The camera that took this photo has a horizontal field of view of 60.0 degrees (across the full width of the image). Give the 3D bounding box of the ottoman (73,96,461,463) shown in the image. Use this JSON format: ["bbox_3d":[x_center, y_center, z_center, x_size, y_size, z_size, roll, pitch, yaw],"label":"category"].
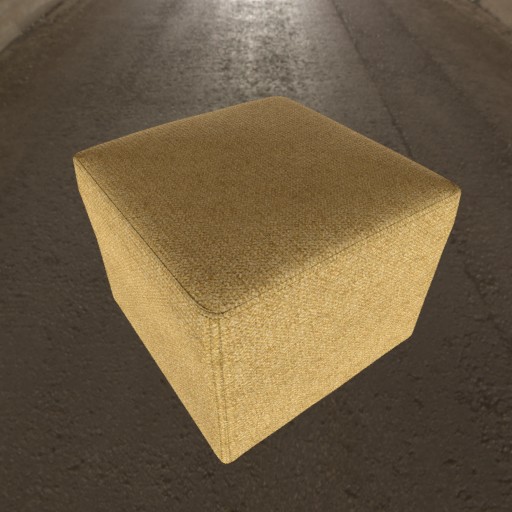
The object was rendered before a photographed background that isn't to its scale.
[{"bbox_3d":[0.000,0.000,0.902,0.505,0.441,0.512,-25,47,-26],"label":"ottoman"}]
